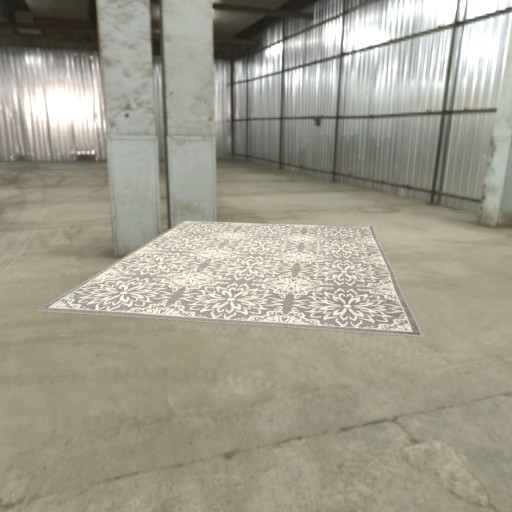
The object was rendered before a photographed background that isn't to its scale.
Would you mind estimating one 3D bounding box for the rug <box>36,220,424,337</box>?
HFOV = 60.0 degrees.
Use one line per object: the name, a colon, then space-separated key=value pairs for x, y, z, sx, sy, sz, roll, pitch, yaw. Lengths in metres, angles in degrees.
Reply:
rug: x=0.000 y=0.000 z=4.058 sx=2.363 sy=0.012 sz=2.980 roll=2 pitch=16 yaw=9
